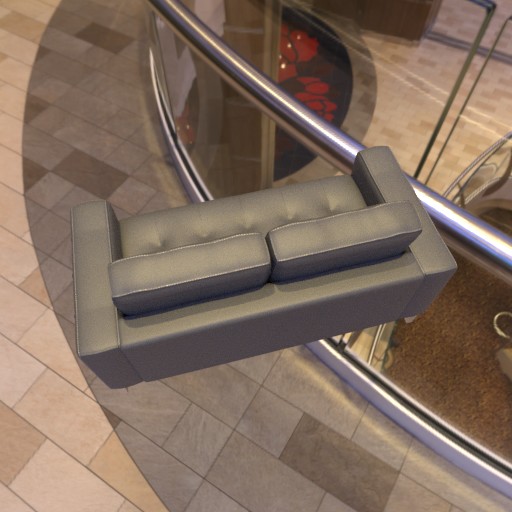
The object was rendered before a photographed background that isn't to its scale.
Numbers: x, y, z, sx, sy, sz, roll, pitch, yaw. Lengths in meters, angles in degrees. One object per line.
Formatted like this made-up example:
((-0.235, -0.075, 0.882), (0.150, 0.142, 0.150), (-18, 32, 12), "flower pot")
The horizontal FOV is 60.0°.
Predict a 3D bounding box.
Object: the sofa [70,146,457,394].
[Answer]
((0.000, 0.000, 2.251), (1.726, 0.893, 0.833), (-12, 59, -8), "sofa")
